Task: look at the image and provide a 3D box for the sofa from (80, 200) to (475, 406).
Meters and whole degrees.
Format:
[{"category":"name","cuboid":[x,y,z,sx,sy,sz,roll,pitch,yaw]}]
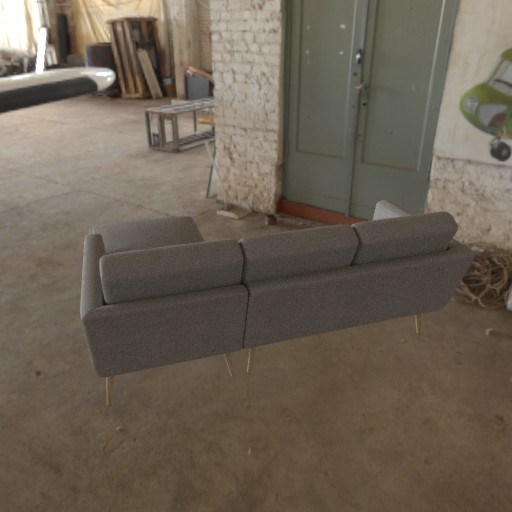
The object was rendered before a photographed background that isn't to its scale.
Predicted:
[{"category":"sofa","cuboid":[0.000,0.000,2.817,2.040,0.860,1.530,-8,28,-16]}]
